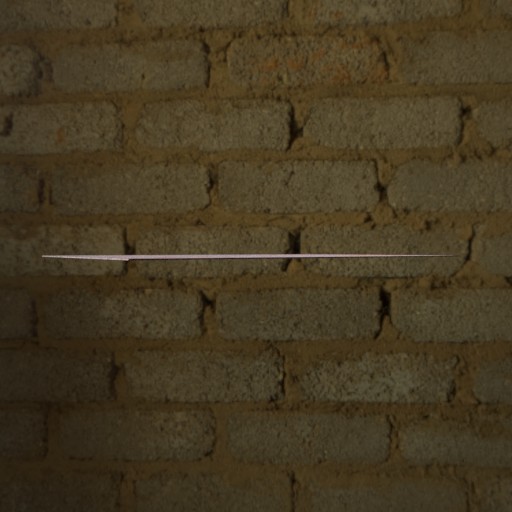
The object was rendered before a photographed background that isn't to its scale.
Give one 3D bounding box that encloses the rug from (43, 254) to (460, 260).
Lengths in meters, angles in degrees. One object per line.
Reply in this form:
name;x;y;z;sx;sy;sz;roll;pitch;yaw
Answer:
rug;0.000;0.000;2.325;1.829;0.005;1.219;0;1;-36
